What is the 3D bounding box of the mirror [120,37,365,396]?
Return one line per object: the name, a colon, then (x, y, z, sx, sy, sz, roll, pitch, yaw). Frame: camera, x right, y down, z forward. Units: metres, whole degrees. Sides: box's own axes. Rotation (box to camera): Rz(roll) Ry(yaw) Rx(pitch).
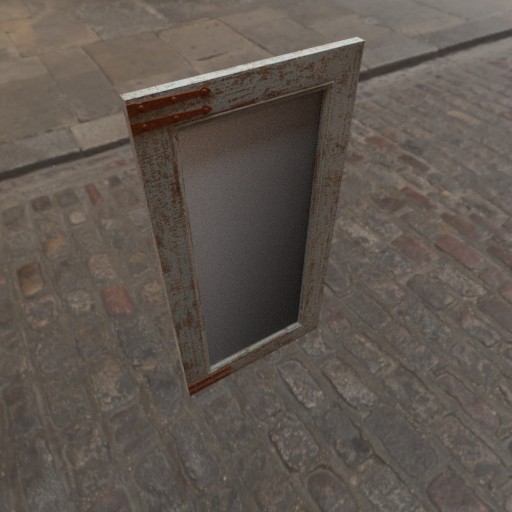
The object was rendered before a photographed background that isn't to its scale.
mirror: (0.000, 0.000, 1.082, 0.472, 0.922, 0.027, -23, 50, -22)
